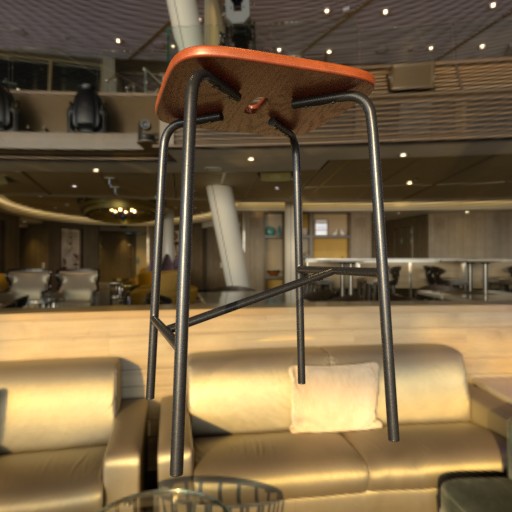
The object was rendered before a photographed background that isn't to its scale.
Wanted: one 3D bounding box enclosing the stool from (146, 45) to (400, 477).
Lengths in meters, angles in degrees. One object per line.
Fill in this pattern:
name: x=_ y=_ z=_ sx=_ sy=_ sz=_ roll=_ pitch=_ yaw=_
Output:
stool: x=0.000 y=0.000 z=0.846 sx=0.376 sy=0.610 sz=0.376 roll=0 pitch=-1 yaw=-19
